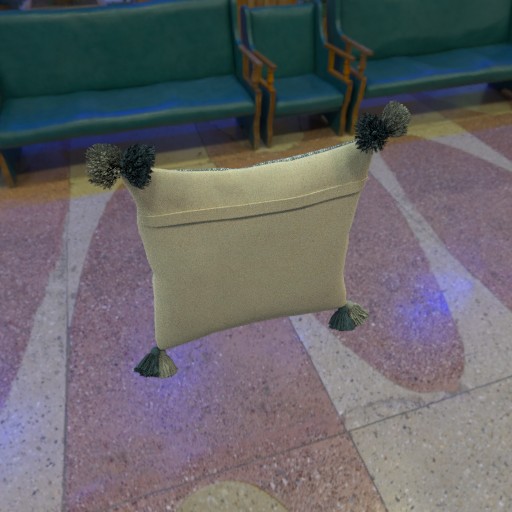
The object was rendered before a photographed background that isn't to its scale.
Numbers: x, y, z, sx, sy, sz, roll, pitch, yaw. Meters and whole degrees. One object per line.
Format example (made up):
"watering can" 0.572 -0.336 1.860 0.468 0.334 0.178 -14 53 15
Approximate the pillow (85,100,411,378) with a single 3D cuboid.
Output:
"pillow" 0.000 0.000 0.942 0.614 0.634 0.138 -11 43 -12
